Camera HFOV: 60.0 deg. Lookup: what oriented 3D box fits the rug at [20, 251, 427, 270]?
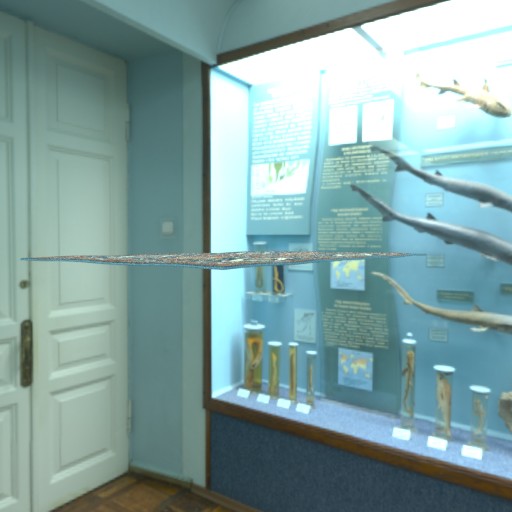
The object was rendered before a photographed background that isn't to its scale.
[{"bbox_3d":[0.000,0.000,2.292,1.195,0.014,1.847,1,2,37],"label":"rug"}]
